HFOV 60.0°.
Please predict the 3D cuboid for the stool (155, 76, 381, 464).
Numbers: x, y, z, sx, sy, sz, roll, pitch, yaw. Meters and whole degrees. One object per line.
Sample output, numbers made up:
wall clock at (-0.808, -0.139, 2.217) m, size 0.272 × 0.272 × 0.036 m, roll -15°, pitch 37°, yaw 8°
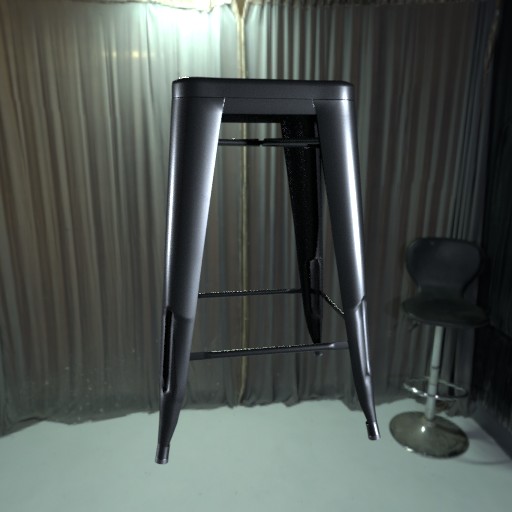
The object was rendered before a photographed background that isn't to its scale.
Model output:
stool at (0.000, 0.000, 0.856) m, size 0.399 × 0.609 × 0.359 m, roll -2°, pitch 14°, yaw -10°
